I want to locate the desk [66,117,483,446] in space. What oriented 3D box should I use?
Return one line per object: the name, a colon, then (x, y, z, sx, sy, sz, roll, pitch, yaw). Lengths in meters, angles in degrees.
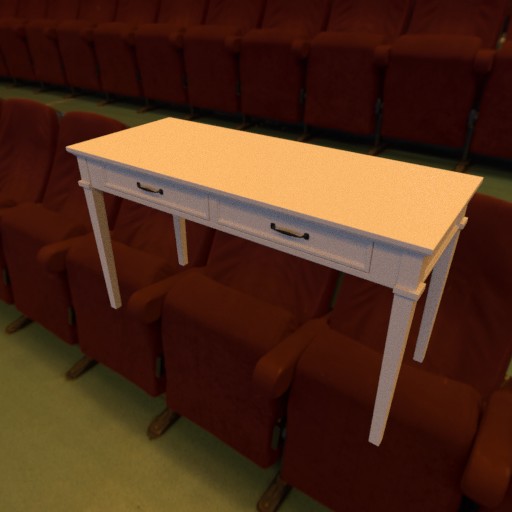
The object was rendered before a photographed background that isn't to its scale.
desk: (0.000, 0.000, 1.744, 1.372, 0.774, 0.559, 20, 36, 29)
